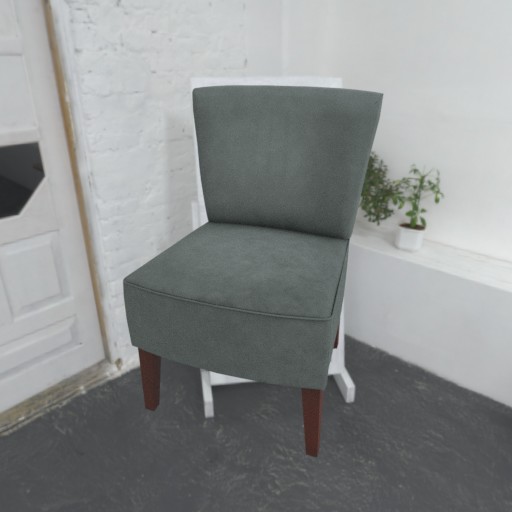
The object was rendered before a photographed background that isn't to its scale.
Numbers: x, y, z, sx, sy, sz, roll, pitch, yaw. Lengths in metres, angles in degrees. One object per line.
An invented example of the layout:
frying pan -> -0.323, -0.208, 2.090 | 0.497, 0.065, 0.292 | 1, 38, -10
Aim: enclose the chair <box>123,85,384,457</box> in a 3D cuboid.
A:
chair -> 0.000, 0.000, 1.167 | 0.521, 0.806, 0.554 | 9, 27, 17
